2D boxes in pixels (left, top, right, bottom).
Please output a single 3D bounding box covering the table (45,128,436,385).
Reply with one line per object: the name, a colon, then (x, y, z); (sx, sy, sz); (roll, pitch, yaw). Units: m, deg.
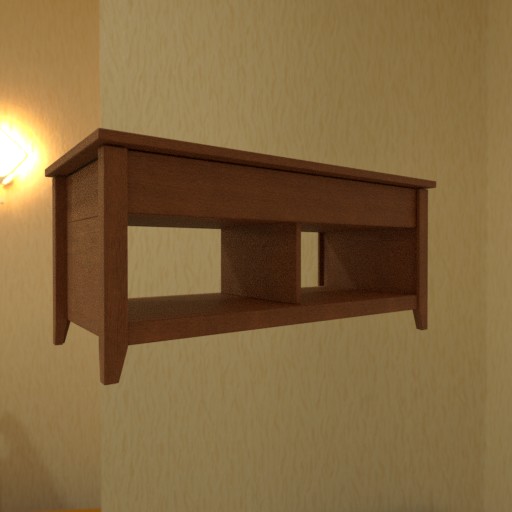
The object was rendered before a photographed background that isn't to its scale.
table: (0.000, 0.000, 1.262); (1.016, 0.457, 0.483); (0, 1, -36)
